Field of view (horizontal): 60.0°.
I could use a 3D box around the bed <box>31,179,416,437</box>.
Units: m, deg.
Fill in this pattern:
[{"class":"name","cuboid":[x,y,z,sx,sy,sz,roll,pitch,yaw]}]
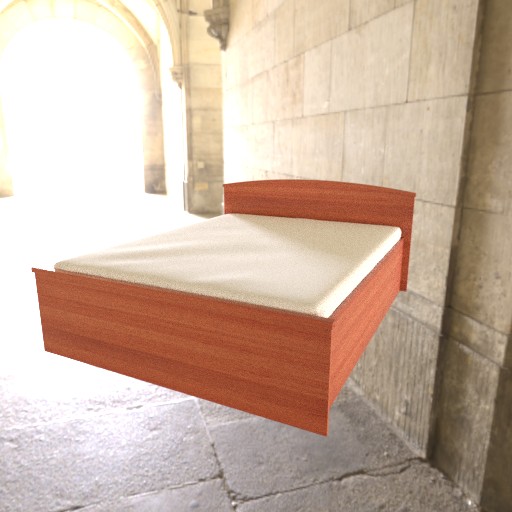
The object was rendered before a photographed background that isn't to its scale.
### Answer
[{"class":"bed","cuboid":[0.000,0.000,2.927,1.683,0.848,2.053,7,16,26]}]
